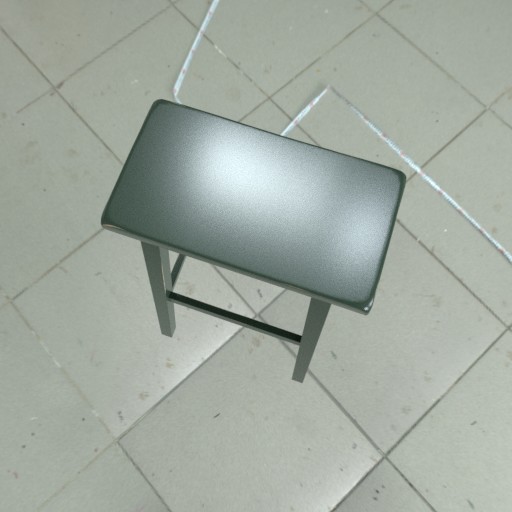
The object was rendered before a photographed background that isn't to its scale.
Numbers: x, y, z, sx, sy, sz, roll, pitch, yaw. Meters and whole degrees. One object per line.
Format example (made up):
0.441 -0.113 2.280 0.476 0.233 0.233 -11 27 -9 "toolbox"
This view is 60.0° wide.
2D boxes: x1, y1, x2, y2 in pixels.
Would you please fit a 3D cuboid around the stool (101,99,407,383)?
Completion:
0.000 0.000 1.061 0.457 0.737 0.476 18 76 5 "stool"
